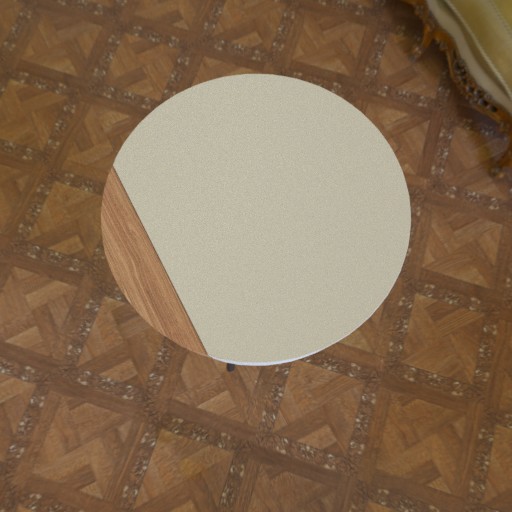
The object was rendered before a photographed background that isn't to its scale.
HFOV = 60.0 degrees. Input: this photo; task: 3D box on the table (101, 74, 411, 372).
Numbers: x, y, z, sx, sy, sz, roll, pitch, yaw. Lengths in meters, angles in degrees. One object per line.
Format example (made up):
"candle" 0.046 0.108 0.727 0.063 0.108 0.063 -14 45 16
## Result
"table" 0.000 0.000 0.873 0.450 0.525 0.450 0 74 0
